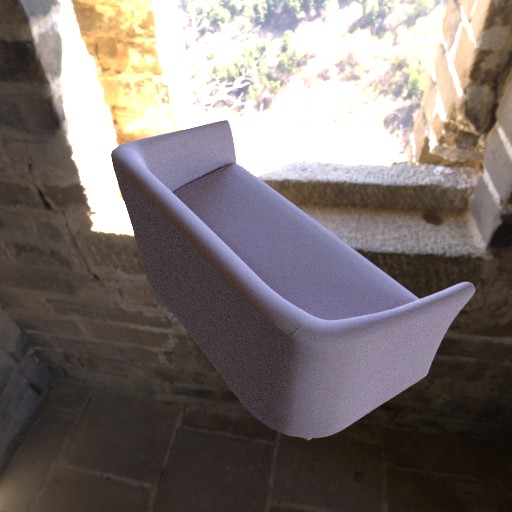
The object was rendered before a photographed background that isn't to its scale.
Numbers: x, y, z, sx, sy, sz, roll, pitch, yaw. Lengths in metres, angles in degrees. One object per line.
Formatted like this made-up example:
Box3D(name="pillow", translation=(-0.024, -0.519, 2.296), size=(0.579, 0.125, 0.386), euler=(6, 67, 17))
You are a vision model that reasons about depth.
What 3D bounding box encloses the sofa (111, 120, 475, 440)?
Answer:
Box3D(name="sofa", translation=(0.000, 0.000, 1.838), size=(0.705, 0.721, 1.452), euler=(-27, 50, -26))
